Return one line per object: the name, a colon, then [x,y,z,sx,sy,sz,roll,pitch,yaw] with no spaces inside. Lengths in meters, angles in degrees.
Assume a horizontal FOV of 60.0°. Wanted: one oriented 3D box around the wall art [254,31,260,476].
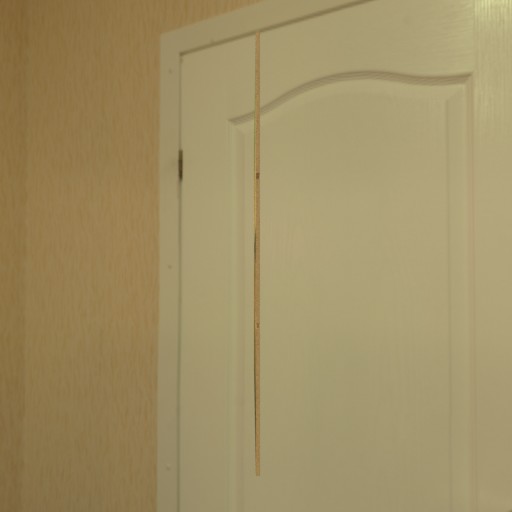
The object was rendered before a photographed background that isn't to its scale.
wall art: [0.000,0.000,2.259,0.014,1.507,1.519,0,-1,0]
